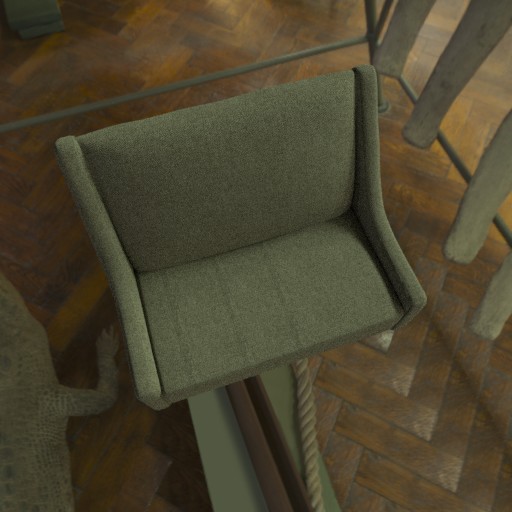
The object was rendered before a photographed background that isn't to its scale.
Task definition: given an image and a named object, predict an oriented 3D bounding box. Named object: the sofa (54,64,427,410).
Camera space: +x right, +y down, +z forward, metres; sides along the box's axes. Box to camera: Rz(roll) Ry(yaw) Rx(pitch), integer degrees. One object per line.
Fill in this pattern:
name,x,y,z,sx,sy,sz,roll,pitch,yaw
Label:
sofa,0.000,0.000,1.889,1.242,1.021,0.870,-17,65,-8
